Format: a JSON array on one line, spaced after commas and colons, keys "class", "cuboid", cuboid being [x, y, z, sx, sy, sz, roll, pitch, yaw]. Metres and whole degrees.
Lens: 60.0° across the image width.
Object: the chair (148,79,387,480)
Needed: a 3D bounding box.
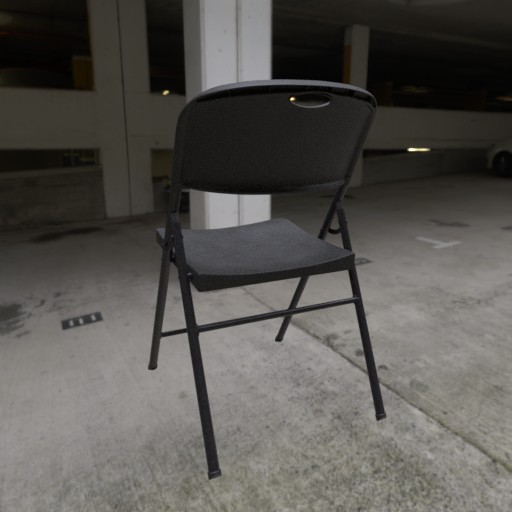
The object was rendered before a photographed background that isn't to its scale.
[{"class": "chair", "cuboid": [0.000, 0.000, 1.179, 0.494, 0.810, 0.566, -7, 16, -26]}]
